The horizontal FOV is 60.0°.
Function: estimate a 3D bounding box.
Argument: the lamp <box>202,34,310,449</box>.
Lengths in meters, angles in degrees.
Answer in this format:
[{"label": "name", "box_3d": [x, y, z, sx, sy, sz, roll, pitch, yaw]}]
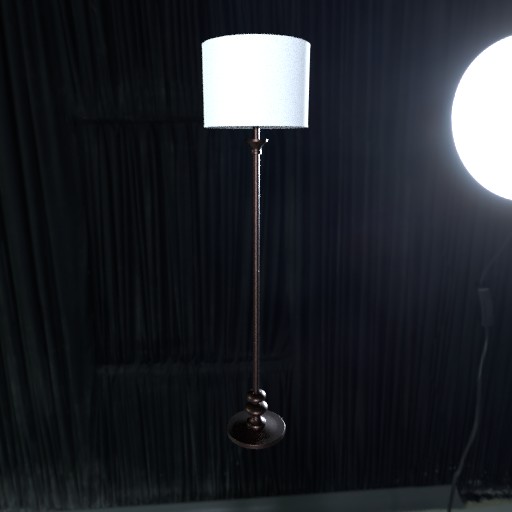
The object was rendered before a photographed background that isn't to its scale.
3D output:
[{"label": "lamp", "box_3d": [0.000, 0.000, 1.649, 0.356, 1.487, 0.356, -2, 15, -9]}]
